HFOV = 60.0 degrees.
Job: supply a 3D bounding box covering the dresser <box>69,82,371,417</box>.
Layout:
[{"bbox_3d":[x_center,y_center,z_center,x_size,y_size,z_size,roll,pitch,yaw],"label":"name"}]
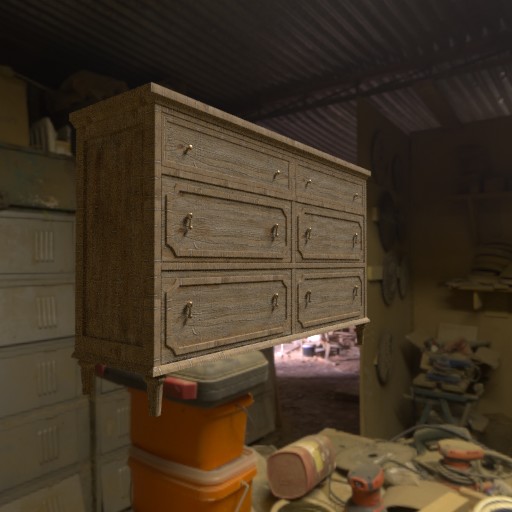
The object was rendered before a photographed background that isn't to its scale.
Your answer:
[{"bbox_3d":[0.000,0.000,2.103,0.457,1.016,1.626,-1,-1,38],"label":"dresser"}]
